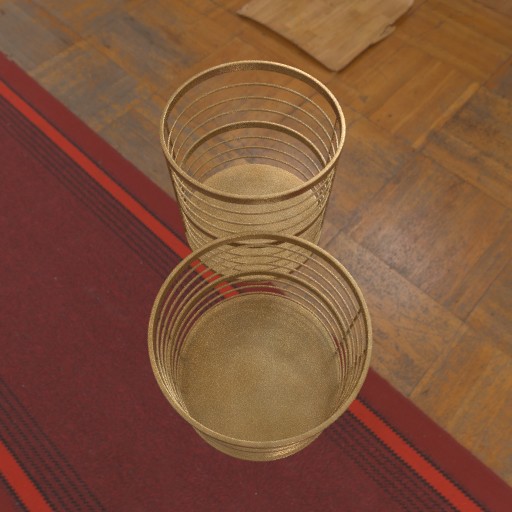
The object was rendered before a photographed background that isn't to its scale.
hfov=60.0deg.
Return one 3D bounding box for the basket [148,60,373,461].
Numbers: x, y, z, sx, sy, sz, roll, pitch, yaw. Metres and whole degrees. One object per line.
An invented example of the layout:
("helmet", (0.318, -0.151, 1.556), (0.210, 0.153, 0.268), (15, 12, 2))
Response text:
("basket", (0.000, 0.000, 0.909), (0.356, 0.351, 0.746), (-2, 62, -1))
